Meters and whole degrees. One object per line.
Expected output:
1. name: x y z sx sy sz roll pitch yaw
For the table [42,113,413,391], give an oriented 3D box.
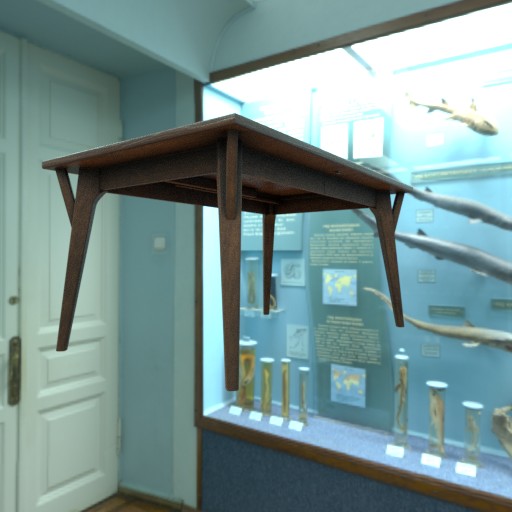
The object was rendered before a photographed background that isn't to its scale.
1. table: 0.000 0.000 2.078 0.990 0.761 1.524 0 0 36
